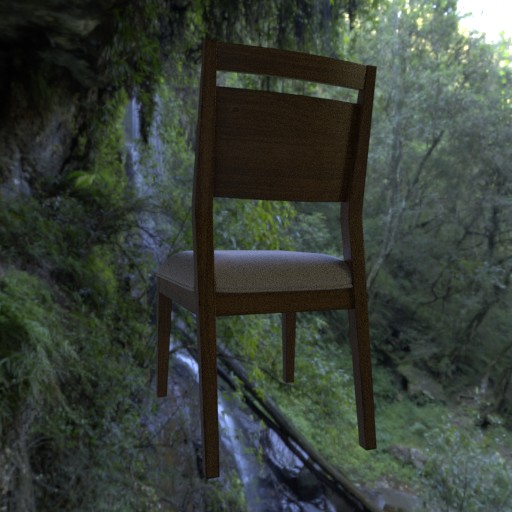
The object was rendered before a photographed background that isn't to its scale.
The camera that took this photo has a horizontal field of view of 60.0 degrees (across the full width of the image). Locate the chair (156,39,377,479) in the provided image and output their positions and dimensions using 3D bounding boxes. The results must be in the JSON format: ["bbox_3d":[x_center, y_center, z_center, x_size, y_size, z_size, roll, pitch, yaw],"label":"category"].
[{"bbox_3d":[0.000,0.000,1.273,0.497,0.939,0.610,0,1,-20],"label":"chair"}]
